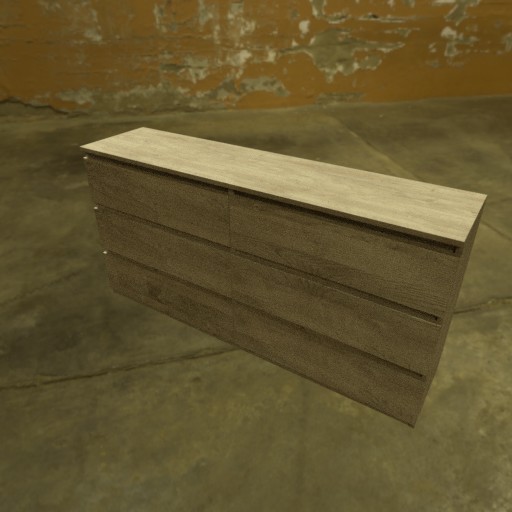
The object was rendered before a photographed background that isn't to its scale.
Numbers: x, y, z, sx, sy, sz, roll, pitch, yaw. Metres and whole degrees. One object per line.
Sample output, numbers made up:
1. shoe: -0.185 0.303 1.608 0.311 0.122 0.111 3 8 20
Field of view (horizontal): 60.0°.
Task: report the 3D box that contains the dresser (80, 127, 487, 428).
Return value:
1. dresser: 0.000 0.000 1.910 1.590 0.795 0.390 18 35 27
